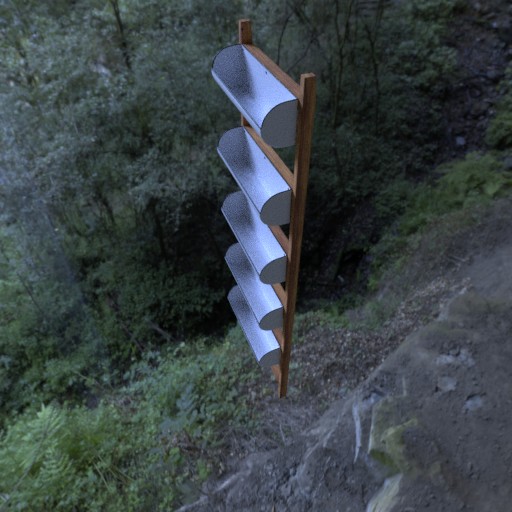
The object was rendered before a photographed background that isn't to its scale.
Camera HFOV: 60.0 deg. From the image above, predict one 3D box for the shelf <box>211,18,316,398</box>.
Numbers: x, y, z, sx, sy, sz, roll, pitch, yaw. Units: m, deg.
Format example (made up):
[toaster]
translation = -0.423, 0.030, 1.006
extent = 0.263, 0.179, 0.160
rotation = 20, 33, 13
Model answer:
[shelf]
translation = 0.000, 0.000, 1.765
extent = 0.141, 1.600, 0.454
rotation = -16, 47, -15
